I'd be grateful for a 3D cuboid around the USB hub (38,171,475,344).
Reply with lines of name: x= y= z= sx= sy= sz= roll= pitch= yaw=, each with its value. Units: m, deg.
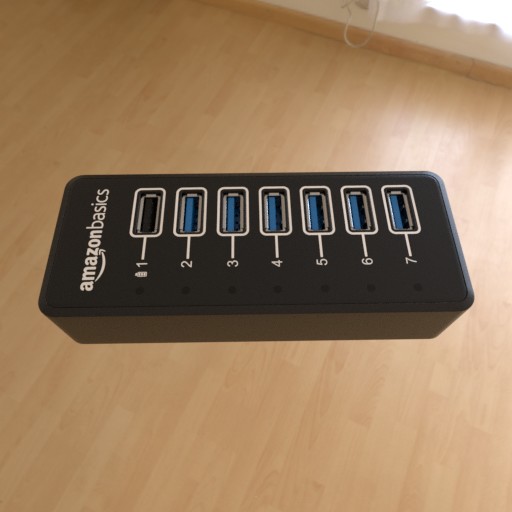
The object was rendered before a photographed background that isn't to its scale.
USB hub: x=0.000 y=0.000 z=0.129 sx=0.110 sy=0.023 sz=0.044 roll=-1 pitch=62 yaw=0
